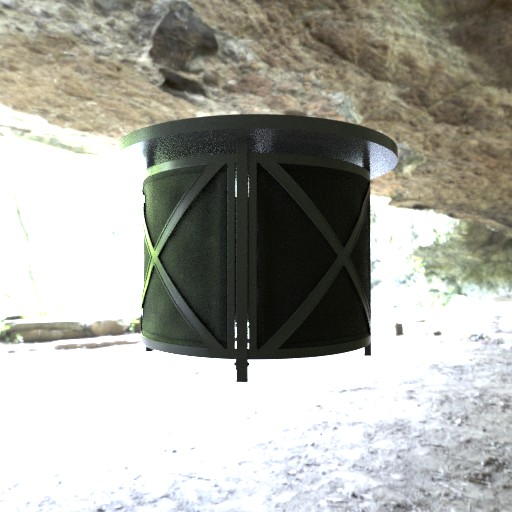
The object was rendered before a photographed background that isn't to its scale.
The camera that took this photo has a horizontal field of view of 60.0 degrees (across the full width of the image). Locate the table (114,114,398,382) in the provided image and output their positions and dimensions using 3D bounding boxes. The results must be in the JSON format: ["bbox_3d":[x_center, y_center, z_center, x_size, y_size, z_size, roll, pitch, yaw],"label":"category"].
[{"bbox_3d":[0.000,0.000,1.493,0.914,0.650,0.914,0,-1,0],"label":"table"}]
